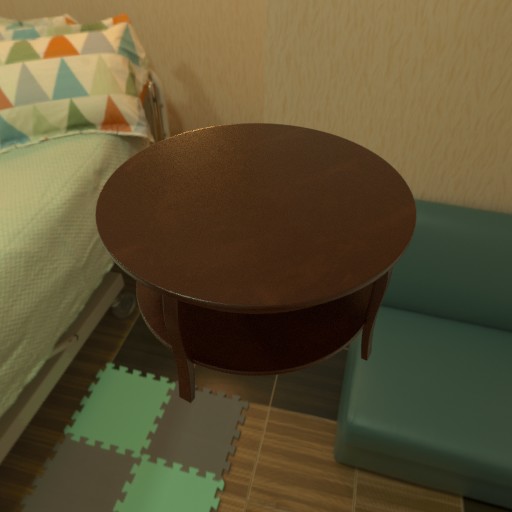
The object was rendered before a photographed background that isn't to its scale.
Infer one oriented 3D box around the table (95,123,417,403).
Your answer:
[{"bbox_3d":[0.000,0.000,1.469,0.911,0.512,0.911,0,41,0],"label":"table"}]
